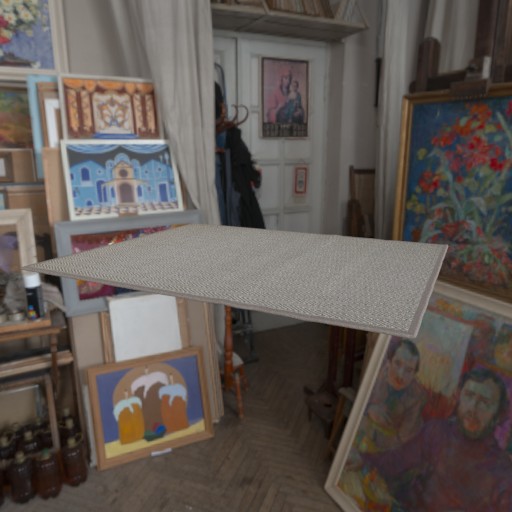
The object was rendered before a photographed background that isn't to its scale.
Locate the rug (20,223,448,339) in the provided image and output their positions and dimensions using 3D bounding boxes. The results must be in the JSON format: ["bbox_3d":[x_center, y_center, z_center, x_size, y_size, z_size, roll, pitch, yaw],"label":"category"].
[{"bbox_3d":[0.000,0.000,3.941,3.007,0.032,2.434,7,15,26],"label":"rug"}]
